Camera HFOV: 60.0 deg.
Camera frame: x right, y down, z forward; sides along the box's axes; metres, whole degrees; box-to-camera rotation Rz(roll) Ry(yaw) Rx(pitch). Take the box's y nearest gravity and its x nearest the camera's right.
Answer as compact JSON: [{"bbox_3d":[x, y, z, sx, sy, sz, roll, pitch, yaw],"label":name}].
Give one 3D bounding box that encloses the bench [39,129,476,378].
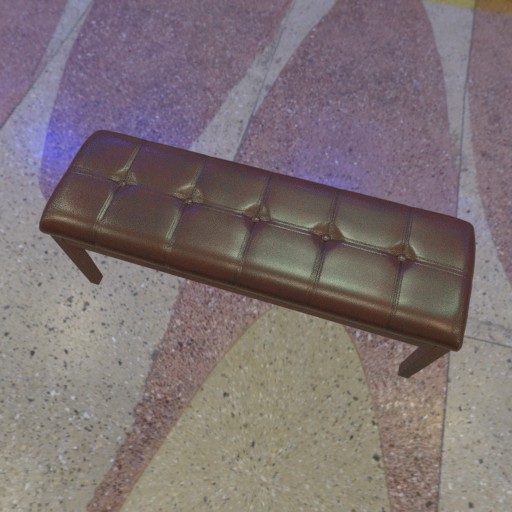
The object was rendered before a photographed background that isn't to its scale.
[{"bbox_3d":[0.000,0.000,1.492,1.259,0.491,0.401,16,64,8],"label":"bench"}]
